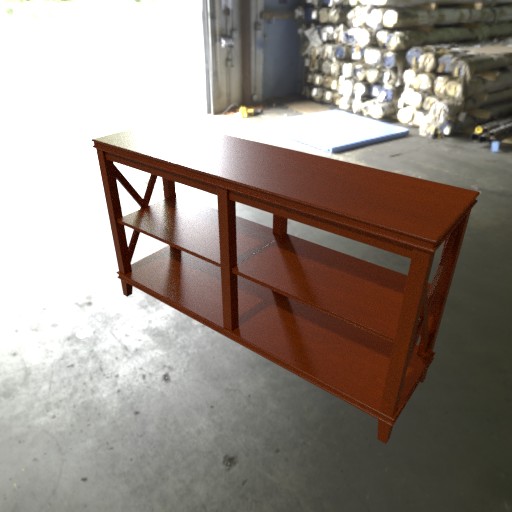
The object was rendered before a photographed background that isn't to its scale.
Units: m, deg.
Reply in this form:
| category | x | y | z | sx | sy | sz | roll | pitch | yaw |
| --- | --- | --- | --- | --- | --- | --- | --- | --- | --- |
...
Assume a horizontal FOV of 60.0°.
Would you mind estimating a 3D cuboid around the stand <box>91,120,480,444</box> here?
| category | x | y | z | sx | sy | sz | roll | pitch | yaw |
| --- | --- | --- | --- | --- | --- | --- | --- | --- | --- |
| stand | 0.000 | 0.000 | 1.727 | 1.372 | 0.762 | 0.381 | 22 | 37 | 32 |
